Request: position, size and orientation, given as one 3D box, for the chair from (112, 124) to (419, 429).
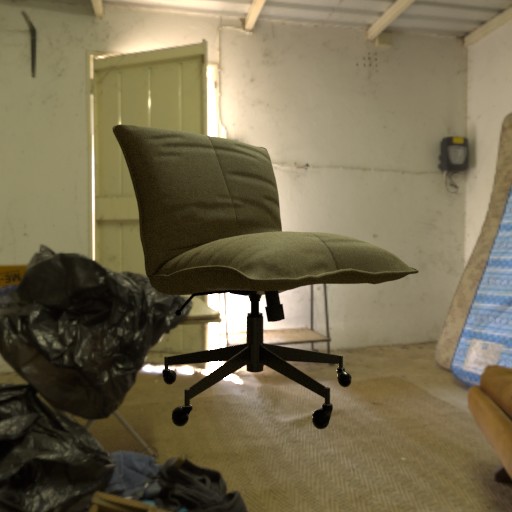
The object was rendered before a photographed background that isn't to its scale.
[{"bbox_3d":[0.000,0.000,1.265,0.597,0.811,0.696,-1,1,-37],"label":"chair"}]
